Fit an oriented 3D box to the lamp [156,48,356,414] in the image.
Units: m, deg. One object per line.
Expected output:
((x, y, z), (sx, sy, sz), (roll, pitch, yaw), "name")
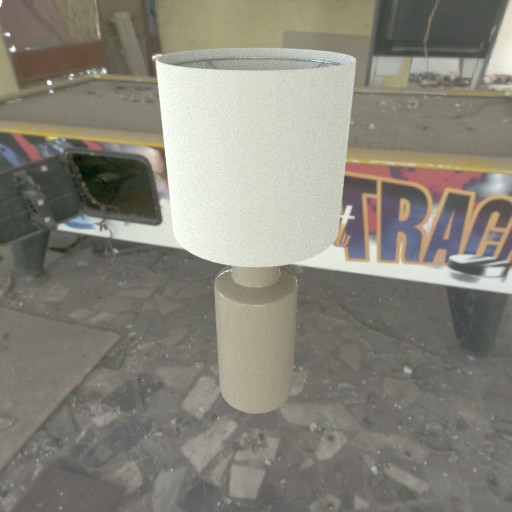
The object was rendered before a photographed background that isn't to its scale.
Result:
((0.000, 0.000, 0.599), (0.212, 0.493, 0.212), (-20, 36, -31), "lamp")
